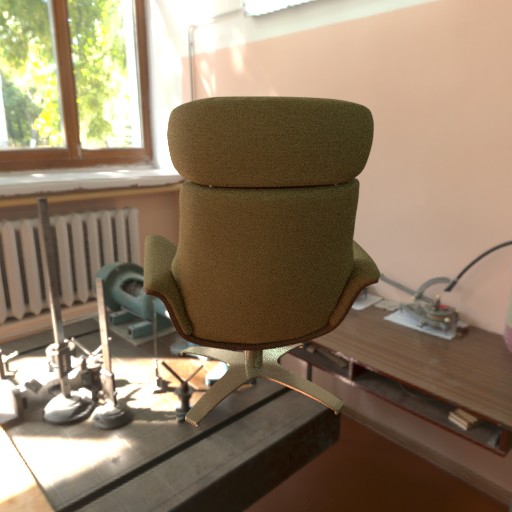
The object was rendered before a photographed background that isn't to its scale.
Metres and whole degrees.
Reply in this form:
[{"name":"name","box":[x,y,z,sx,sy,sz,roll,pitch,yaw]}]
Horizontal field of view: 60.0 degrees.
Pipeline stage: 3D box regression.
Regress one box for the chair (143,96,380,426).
[{"name":"chair","box":[0.000,0.000,1.551,0.785,0.995,0.837,-2,15,-8]}]
